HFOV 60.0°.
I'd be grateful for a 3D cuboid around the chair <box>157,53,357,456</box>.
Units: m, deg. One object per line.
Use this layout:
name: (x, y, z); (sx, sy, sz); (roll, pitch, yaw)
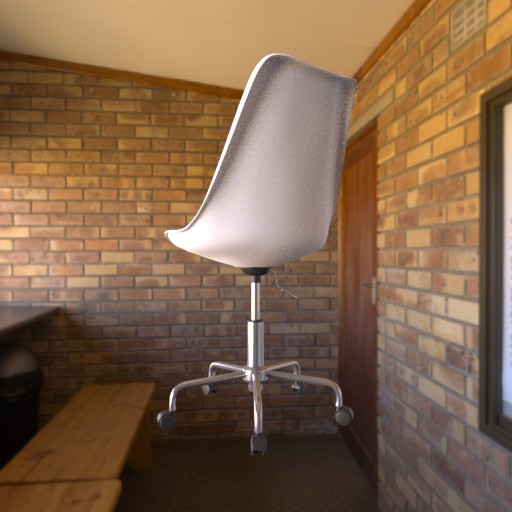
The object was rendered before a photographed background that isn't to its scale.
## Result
chair: (0.000, 0.000, 1.287); (0.550, 0.930, 0.550); (0, 0, -38)
